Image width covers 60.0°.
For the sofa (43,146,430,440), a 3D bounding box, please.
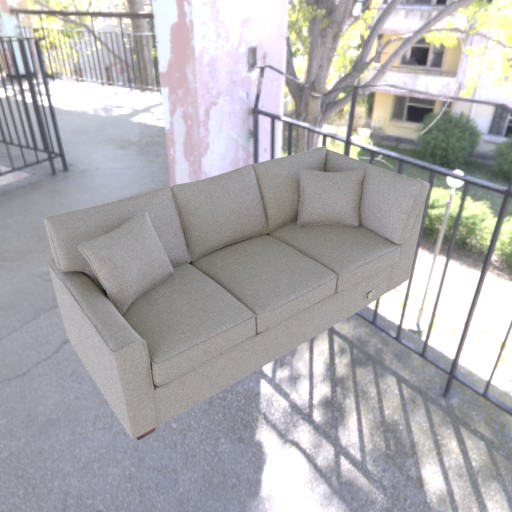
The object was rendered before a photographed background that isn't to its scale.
[{"bbox_3d":[0.000,0.000,2.919,2.317,0.962,1.061,-22,37,-32],"label":"sofa"}]
